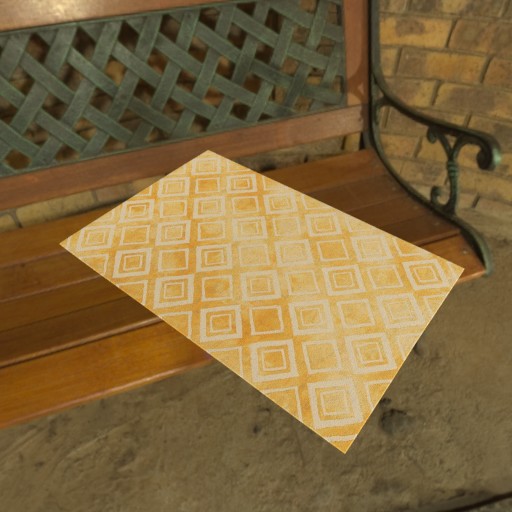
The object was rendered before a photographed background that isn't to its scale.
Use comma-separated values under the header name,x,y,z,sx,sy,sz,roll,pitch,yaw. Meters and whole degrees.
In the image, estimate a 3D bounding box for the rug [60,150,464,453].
name,x,y,z,sx,sy,sz,roll,pitch,yaw
rug,0.000,0.000,2.392,1.829,0.010,1.213,30,53,26
